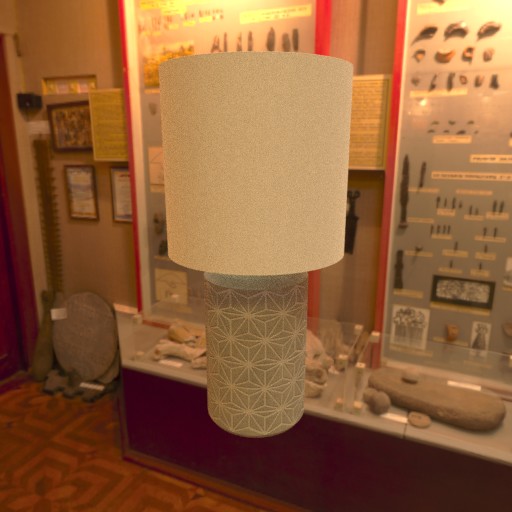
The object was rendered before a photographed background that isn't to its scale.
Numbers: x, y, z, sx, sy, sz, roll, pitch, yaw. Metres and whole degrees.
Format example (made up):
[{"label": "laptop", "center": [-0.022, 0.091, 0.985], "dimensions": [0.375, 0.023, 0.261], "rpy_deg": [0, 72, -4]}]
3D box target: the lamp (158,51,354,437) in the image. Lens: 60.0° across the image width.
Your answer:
[{"label": "lamp", "center": [0.000, 0.000, 0.531], "dimensions": [0.206, 0.416, 0.206], "rpy_deg": [7, 16, 25]}]
